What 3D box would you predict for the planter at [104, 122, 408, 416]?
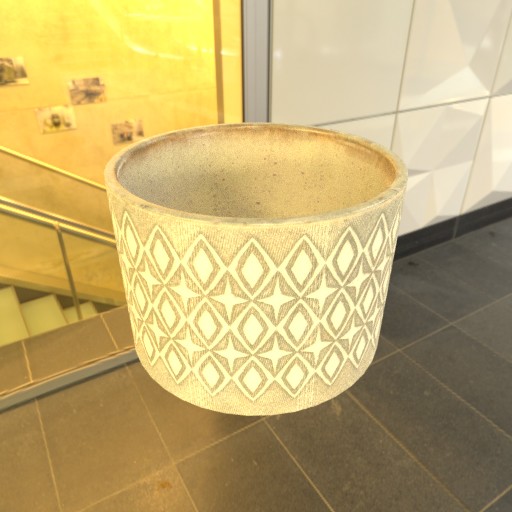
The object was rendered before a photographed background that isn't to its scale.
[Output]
[{"bbox_3d":[0.000,0.000,0.318,0.186,0.144,0.186,0,31,0],"label":"planter"}]
